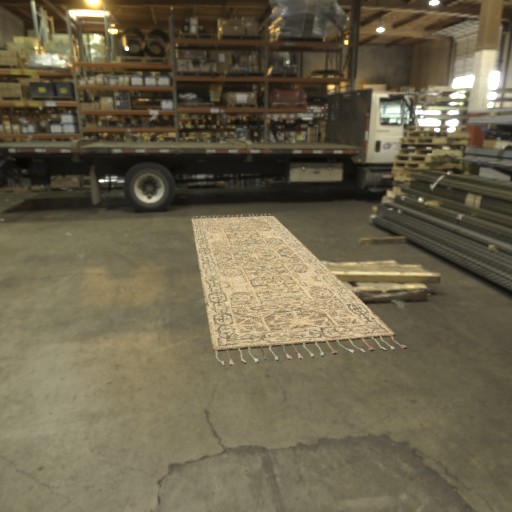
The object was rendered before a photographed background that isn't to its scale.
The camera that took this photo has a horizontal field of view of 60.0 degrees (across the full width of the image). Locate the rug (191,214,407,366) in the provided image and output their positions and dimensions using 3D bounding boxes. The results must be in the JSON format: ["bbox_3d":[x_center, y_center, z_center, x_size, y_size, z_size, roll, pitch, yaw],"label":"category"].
[{"bbox_3d":[0.000,0.000,2.928,0.762,0.011,2.664,-3,17,-9],"label":"rug"}]
